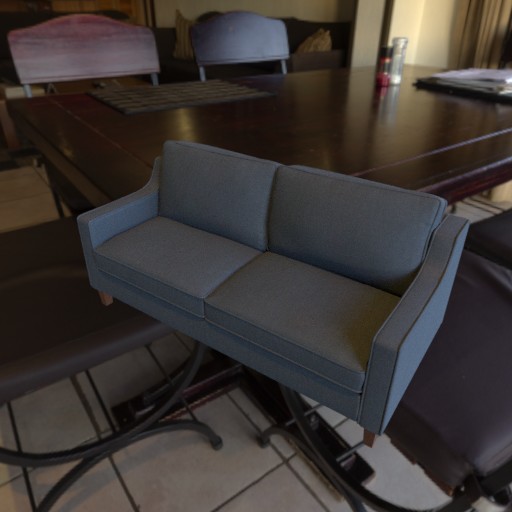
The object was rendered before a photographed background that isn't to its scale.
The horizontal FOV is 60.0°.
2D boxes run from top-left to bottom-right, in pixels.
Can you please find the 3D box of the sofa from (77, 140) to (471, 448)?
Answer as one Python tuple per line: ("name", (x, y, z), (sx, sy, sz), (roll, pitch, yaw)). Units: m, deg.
("sofa", (0.000, 0.000, 2.802), (2.178, 1.071, 1.066), (20, 36, 30))
